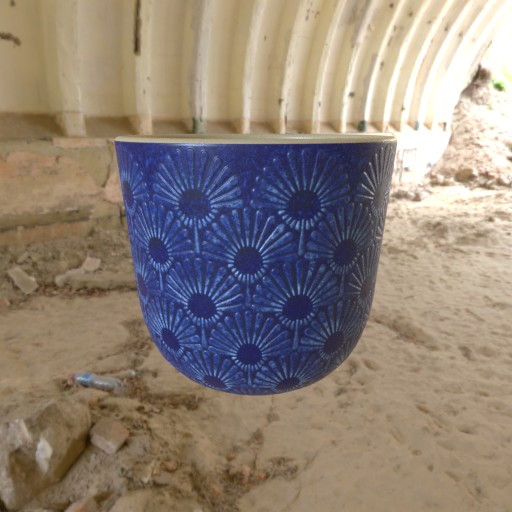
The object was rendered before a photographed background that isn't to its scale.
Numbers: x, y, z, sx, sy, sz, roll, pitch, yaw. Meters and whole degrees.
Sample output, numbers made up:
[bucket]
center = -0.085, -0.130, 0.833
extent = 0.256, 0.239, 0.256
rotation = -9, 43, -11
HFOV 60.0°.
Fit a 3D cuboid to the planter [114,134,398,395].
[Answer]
[planter]
center = 0.000, 0.000, 0.363
extent = 0.206, 0.190, 0.206
rotation = 0, 16, 0
